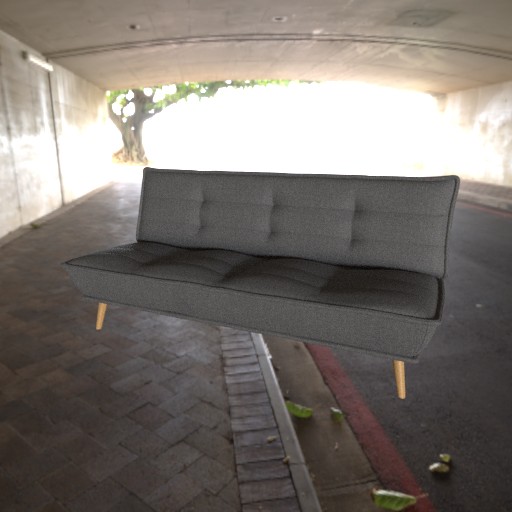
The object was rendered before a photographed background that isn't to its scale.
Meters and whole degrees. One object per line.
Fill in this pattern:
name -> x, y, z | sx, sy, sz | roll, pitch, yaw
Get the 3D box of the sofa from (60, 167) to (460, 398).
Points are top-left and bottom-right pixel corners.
sofa -> 0.000, 0.000, 2.420 | 1.940, 0.890, 0.950 | 7, 16, 24
